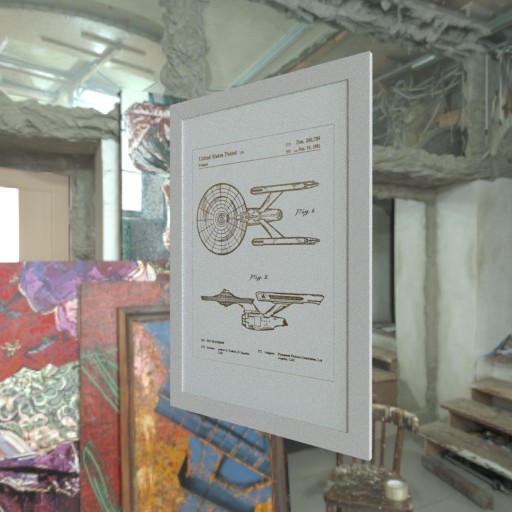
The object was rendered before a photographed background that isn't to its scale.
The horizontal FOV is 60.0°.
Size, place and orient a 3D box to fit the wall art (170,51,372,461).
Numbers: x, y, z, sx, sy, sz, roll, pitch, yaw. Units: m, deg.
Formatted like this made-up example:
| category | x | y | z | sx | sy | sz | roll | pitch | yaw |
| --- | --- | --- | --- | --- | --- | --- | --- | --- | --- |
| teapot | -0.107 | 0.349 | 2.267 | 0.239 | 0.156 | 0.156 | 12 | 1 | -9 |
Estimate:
| category | x | y | z | sx | sy | sz | roll | pitch | yaw |
| --- | --- | --- | --- | --- | --- | --- | --- | --- | --- |
| wall art | 0.000 | 0.000 | 0.847 | 0.454 | 0.659 | 0.011 | 0 | 0 | 35 |
